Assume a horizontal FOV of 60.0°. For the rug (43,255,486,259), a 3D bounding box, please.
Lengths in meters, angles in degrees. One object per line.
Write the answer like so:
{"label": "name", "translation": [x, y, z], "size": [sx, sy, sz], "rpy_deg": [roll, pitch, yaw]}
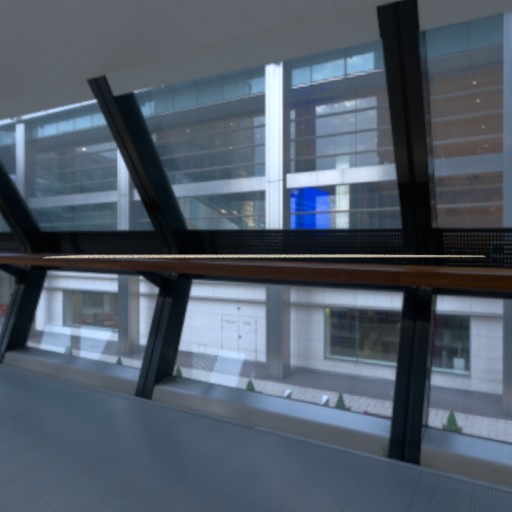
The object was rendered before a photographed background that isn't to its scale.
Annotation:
{"label": "rug", "translation": [0.000, 0.000, 3.079], "size": [2.448, 0.008, 1.541], "rpy_deg": [0, 0, -16]}
